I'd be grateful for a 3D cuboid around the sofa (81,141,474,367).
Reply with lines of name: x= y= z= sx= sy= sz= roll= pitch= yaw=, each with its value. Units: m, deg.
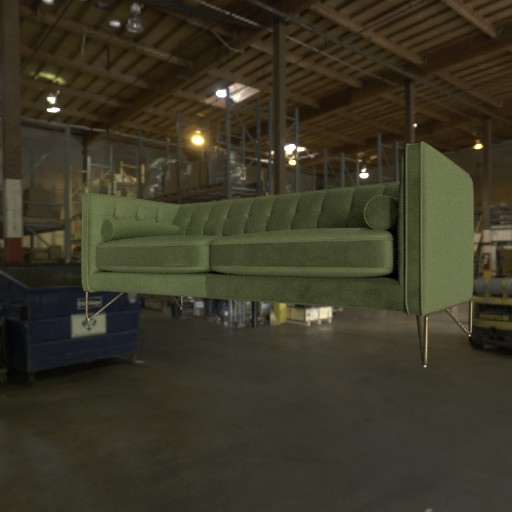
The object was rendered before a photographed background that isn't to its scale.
sofa: x=0.000 y=0.000 z=2.451 sx=2.087 sy=0.789 sz=0.867 roll=0 pitch=-1 yaw=37
